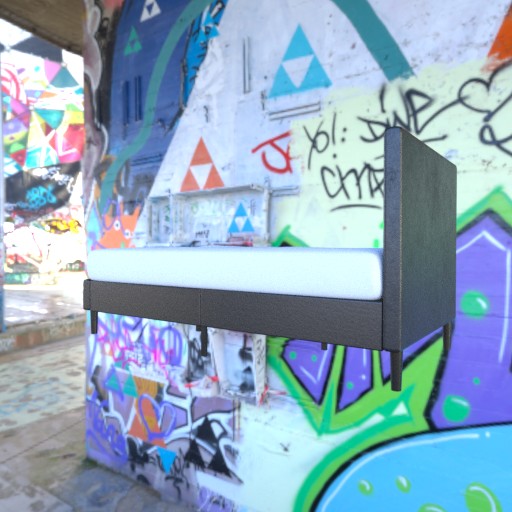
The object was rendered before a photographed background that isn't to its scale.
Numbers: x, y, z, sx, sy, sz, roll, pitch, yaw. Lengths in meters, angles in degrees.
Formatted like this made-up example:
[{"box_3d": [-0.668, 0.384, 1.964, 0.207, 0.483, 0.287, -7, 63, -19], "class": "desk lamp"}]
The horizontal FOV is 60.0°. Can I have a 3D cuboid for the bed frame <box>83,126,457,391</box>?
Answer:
[{"box_3d": [0.000, 0.000, 2.592, 2.152, 1.046, 1.038, 1, 1, 35], "class": "bed frame"}]
